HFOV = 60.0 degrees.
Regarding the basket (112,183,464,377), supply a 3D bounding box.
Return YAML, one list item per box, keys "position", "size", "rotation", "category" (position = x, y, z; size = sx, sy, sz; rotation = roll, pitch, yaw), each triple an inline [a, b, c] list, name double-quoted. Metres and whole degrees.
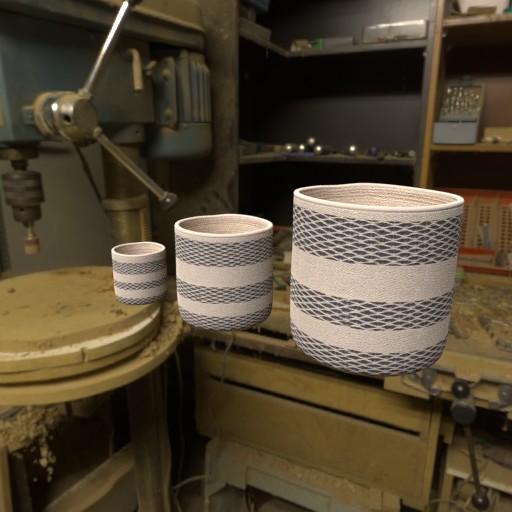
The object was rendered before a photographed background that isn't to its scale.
- position: [0.000, 0.000, 1.113]
  size: [0.917, 0.356, 0.351]
  rotation: [8, 17, 26]
  category: "basket"
